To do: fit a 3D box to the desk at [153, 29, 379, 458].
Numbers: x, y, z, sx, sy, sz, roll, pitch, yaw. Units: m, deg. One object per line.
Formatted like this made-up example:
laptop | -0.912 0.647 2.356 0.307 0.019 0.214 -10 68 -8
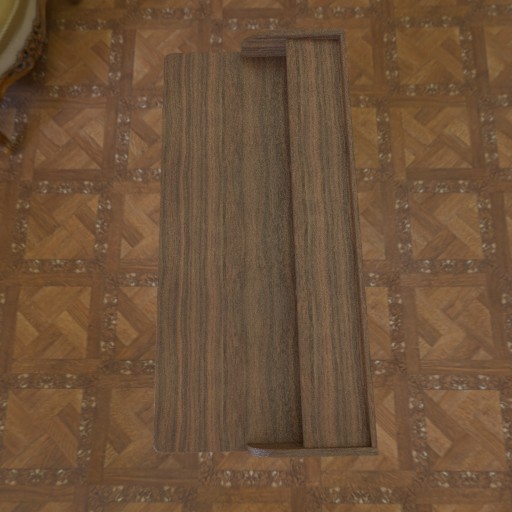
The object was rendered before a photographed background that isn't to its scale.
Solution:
desk | 0.000 0.000 1.615 0.565 0.854 1.200 -1 77 0
